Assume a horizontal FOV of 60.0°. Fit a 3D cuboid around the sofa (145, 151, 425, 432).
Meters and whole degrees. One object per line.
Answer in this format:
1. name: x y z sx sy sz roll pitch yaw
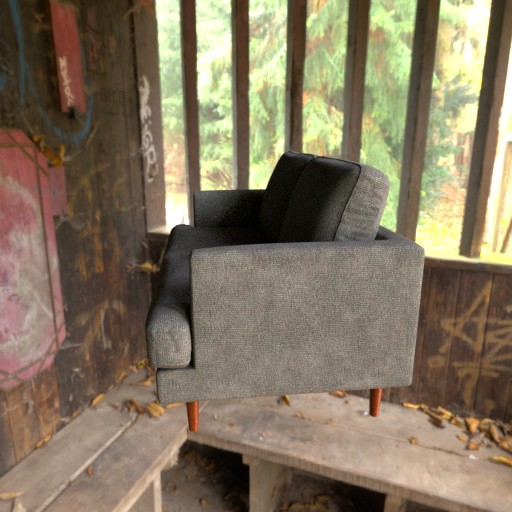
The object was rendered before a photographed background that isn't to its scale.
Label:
1. sofa: 0.000 0.000 2.145 0.903 0.956 1.582 -2 15 -7
